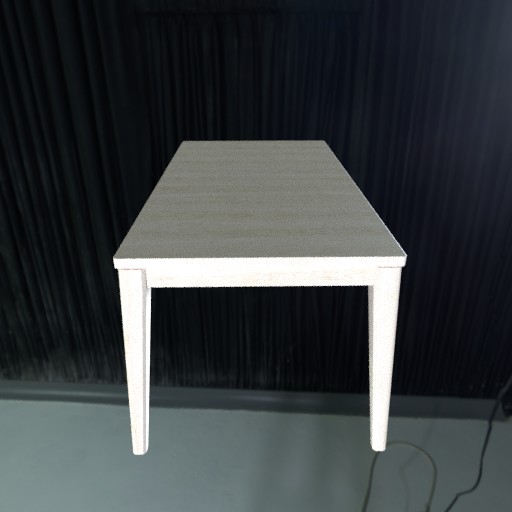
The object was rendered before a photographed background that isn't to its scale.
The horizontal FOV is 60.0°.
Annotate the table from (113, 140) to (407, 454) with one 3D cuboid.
[{"bbox_3d":[0.000,0.000,2.117,0.900,0.760,1.600,0,27,-1],"label":"table"}]
